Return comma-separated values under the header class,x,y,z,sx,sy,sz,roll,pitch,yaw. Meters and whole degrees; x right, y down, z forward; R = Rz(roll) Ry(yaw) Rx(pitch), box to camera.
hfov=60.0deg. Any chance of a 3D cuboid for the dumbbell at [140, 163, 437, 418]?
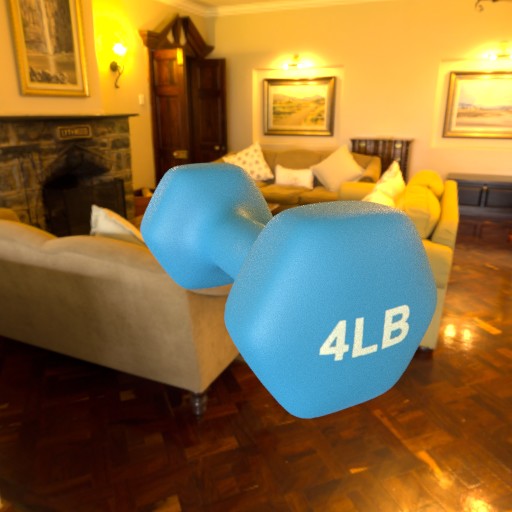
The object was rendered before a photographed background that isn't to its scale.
class,x,y,z,sx,sy,sz,roll,pitch,yaw
dumbbell,0.000,0.000,0.192,0.074,0.066,0.152,-9,20,-24
